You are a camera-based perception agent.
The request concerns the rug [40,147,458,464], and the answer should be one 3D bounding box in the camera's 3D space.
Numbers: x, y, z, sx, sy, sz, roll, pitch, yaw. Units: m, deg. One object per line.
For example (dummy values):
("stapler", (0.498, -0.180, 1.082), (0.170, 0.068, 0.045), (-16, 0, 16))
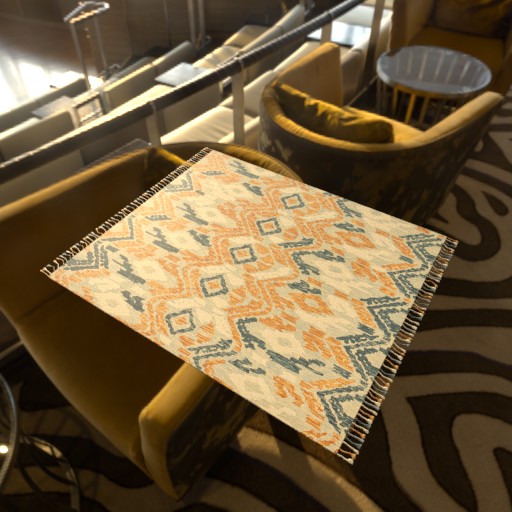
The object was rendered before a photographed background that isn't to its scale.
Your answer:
("rug", (0.000, 0.000, 4.097), (3.048, 0.010, 2.439), (25, 51, 22))
